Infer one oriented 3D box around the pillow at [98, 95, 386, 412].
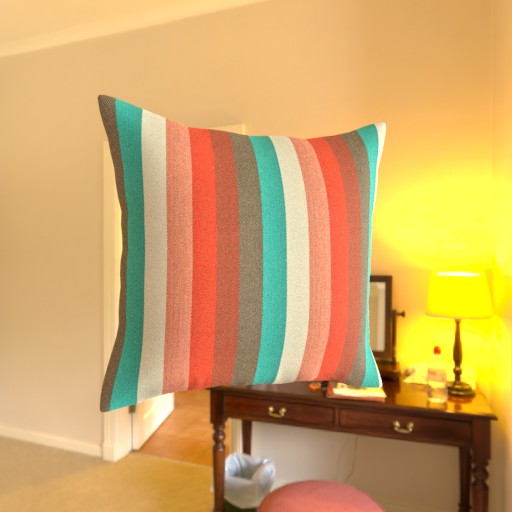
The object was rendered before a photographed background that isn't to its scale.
[{"bbox_3d":[0.000,0.000,0.676,0.453,0.443,0.168,0,1,-18],"label":"pillow"}]
